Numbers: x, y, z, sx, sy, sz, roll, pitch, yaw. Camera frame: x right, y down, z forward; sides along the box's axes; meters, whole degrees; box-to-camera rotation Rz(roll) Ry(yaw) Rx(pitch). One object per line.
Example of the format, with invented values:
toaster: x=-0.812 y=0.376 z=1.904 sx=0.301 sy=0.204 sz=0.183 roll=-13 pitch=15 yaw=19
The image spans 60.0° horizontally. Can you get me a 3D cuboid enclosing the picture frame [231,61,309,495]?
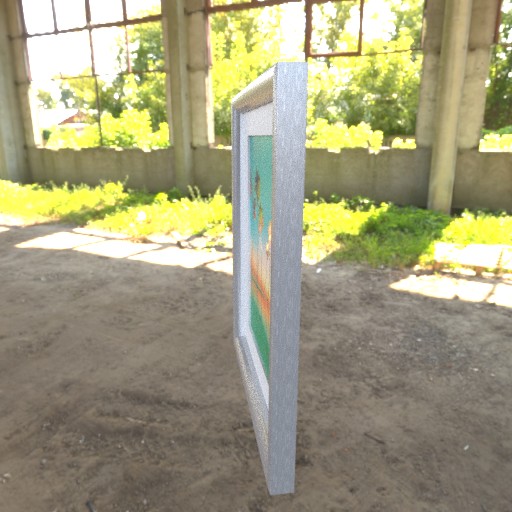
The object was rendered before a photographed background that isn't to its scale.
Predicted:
picture frame: x=0.000 y=0.000 z=0.525 sx=0.027 sy=0.378 sz=0.327 roll=-2 pitch=15 yaw=-8
